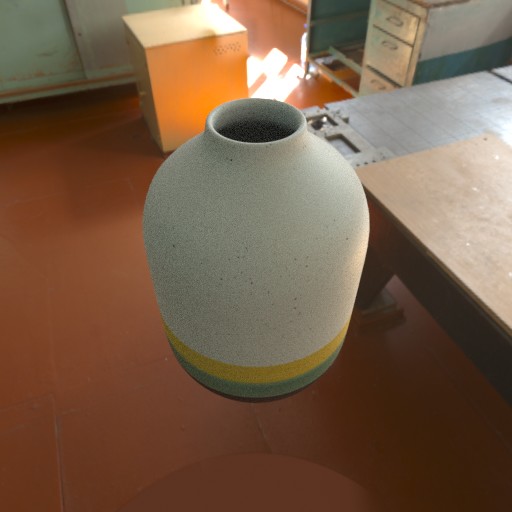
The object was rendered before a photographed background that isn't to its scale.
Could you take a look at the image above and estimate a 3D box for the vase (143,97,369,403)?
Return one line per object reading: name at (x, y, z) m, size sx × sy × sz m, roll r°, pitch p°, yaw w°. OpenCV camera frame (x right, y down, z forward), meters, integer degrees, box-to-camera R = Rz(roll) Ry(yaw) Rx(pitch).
vase at (0.000, 0.000, 0.362) m, size 0.169 × 0.240 × 0.169 m, roll 0°, pitch 44°, yaw 0°
